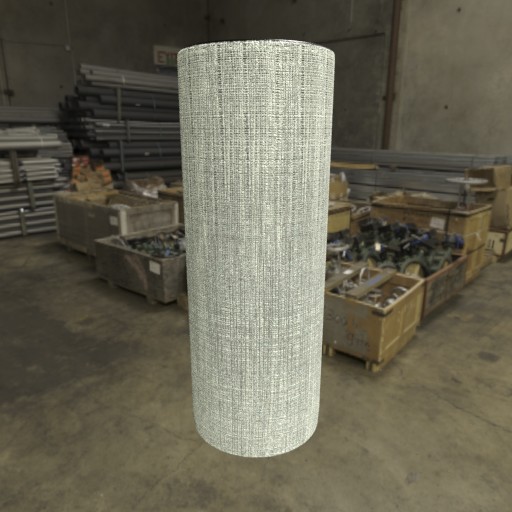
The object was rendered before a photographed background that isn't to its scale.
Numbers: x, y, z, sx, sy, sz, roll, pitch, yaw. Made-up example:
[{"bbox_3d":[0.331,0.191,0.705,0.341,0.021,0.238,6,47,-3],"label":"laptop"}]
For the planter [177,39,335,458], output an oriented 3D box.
[{"bbox_3d":[0.000,0.000,0.321,0.100,0.270,0.100,15,22,41],"label":"planter"}]
